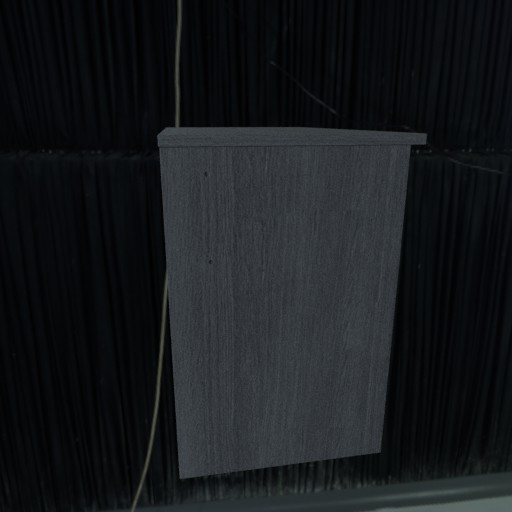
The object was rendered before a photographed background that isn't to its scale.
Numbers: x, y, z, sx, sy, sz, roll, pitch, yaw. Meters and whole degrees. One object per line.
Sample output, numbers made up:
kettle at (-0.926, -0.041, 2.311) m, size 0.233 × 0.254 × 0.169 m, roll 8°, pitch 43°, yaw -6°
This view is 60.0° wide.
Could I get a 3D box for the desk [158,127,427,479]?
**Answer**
desk at (0.000, 0.000, 1.321) m, size 0.498 × 0.724 × 0.893 m, roll -3°, pitch 17°, yaw -10°
